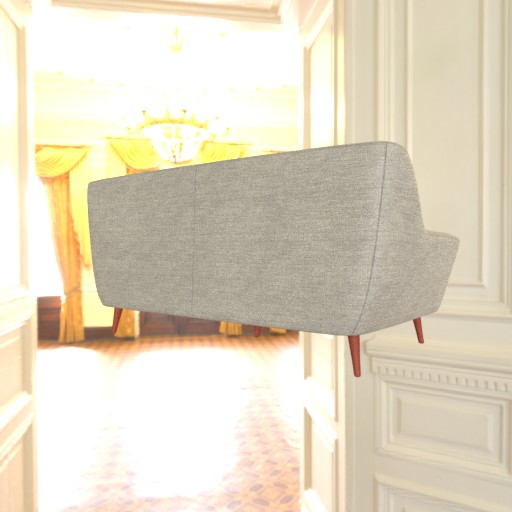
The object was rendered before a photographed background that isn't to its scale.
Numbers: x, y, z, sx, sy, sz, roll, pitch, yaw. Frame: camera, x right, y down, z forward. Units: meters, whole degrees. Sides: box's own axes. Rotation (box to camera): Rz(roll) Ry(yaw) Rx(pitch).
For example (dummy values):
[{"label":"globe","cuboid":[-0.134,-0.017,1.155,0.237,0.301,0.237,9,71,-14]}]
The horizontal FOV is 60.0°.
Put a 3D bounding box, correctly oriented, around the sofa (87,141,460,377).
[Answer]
[{"label":"sofa","cuboid":[0.000,0.000,2.445,1.930,0.897,0.976,1,1,35]}]
